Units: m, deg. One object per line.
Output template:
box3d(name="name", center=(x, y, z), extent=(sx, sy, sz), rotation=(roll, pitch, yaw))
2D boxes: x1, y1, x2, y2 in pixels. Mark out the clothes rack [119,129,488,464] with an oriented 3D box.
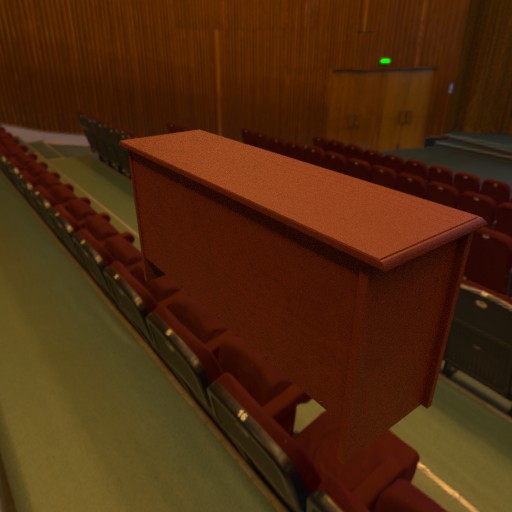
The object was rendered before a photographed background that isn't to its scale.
box3d(name="clothes rack", center=(0.000, 0.000, 1.473), extent=(0.362, 0.594, 1.251), rotation=(-19, 33, -33))
